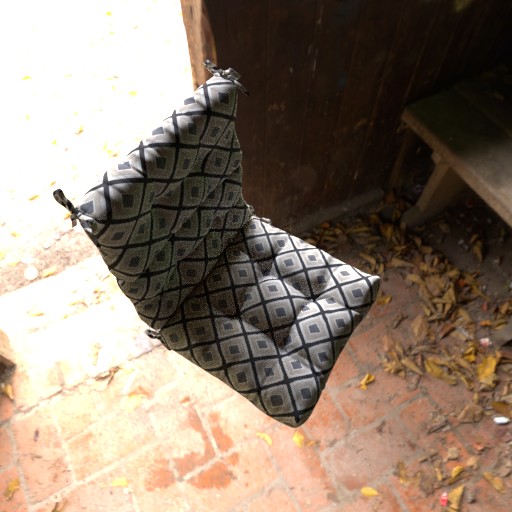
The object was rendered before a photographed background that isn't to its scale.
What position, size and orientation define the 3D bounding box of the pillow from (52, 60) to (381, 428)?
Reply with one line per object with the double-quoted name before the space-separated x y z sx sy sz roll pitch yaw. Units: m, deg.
"pillow" 0.000 0.000 1.054 0.571 0.605 0.519 29 63 16
